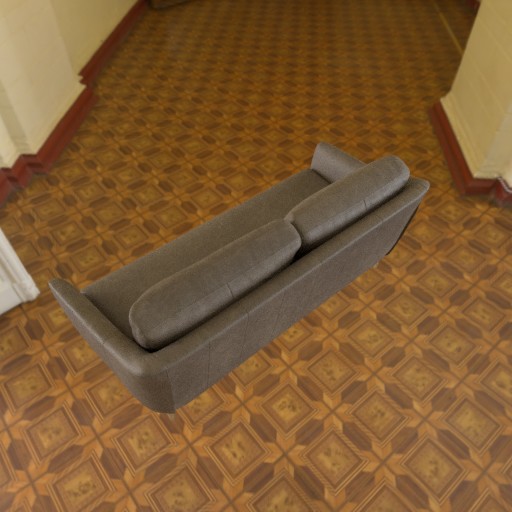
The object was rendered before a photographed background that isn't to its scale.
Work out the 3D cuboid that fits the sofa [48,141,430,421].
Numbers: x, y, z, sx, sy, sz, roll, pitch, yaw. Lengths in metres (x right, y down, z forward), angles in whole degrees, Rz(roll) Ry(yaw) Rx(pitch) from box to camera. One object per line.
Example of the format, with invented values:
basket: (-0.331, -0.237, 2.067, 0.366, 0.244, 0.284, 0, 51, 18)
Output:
sofa: (0.000, 0.000, 2.575, 2.036, 0.902, 0.960, -32, 54, -26)
